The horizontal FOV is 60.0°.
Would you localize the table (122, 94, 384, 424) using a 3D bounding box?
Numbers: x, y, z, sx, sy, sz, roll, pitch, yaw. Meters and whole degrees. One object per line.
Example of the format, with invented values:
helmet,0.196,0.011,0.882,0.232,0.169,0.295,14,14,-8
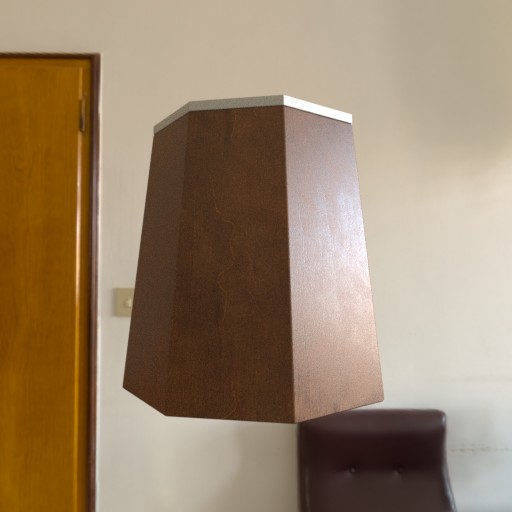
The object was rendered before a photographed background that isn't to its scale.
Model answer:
table,0.000,0.000,0.816,0.439,0.457,0.439,1,-2,-37
